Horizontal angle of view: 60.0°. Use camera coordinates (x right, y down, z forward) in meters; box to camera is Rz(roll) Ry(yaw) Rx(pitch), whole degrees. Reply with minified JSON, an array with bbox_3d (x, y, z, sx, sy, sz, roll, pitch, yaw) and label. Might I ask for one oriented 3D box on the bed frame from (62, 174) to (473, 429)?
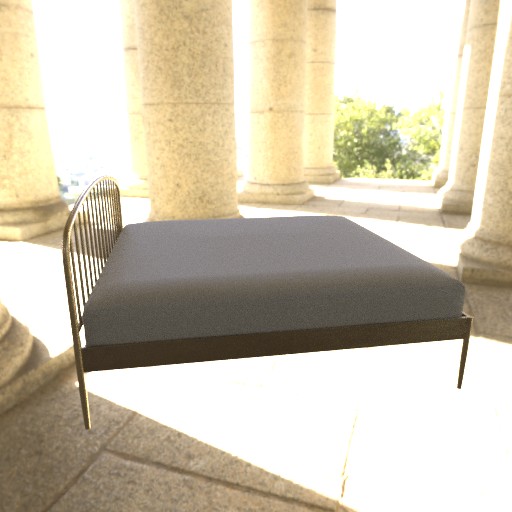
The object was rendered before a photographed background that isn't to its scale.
[{"bbox_3d":[0.000,0.000,3.241,2.152,1.174,2.016,-3,17,-9],"label":"bed frame"}]
